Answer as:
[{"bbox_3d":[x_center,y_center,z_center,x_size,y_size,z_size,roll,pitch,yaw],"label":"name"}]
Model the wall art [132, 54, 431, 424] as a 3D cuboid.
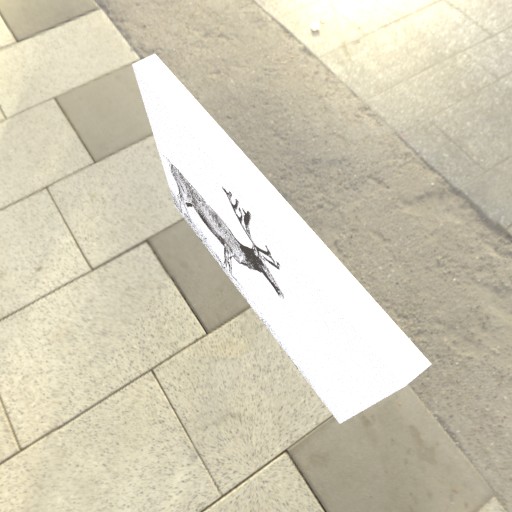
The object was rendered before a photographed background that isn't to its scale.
[{"bbox_3d":[0.000,0.000,0.780,0.042,0.414,0.608,-33,68,-15],"label":"wall art"}]
